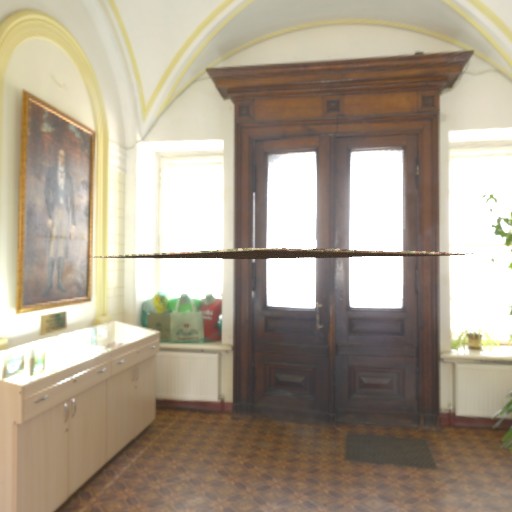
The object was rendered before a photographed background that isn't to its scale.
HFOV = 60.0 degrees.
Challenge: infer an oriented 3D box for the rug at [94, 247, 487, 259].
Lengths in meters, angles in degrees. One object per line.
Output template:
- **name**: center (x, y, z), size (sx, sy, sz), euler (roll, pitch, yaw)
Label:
- **rug**: center (0.000, 0.000, 2.315), size (1.219, 0.010, 1.829), euler (1, -1, -36)
